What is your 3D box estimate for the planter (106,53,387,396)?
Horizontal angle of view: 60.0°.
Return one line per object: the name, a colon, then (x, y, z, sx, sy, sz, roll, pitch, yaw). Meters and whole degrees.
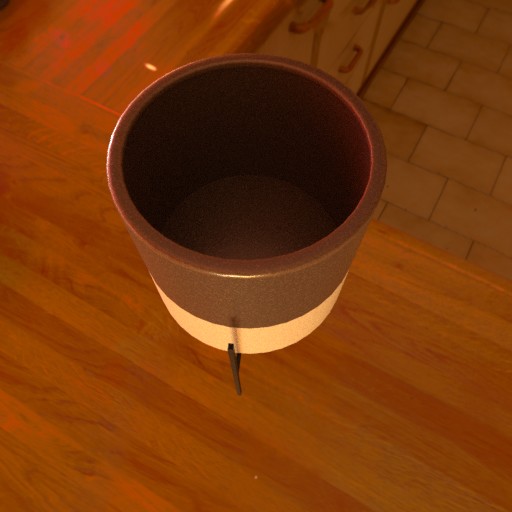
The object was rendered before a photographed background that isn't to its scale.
planter: (0.000, 0.000, 0.519, 0.250, 0.353, 0.260, 0, 63, 0)
